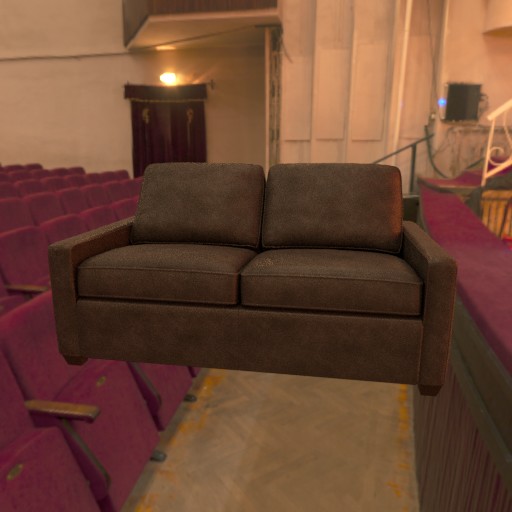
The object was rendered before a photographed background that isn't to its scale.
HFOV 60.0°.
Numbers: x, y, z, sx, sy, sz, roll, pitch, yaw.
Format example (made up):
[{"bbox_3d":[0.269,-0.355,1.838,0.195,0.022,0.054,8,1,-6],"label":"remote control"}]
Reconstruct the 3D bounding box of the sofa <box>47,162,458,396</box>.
[{"bbox_3d":[0.000,0.000,2.270,1.732,0.916,0.939,2,14,9],"label":"sofa"}]
